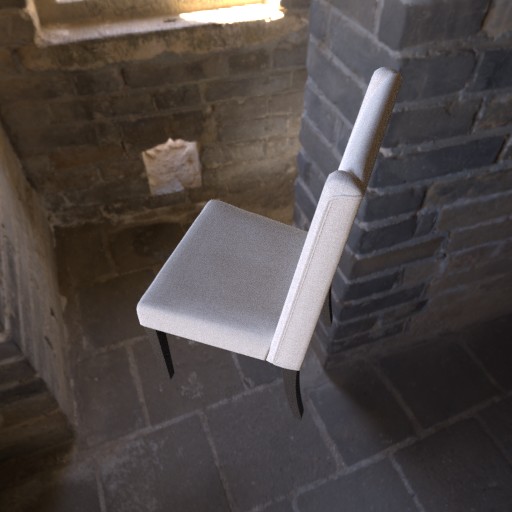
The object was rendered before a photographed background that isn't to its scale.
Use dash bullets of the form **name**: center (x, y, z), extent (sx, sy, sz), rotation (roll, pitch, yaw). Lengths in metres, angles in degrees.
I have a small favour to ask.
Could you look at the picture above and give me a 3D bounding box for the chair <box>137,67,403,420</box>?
- **chair**: center (0.000, 0.000, 1.225), extent (0.523, 0.961, 0.474), rotation (16, 50, 14)
